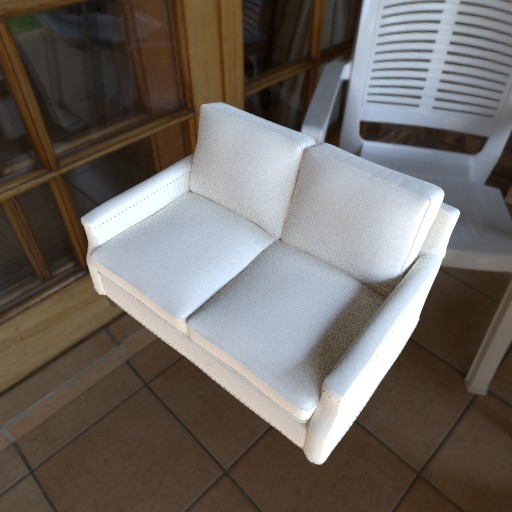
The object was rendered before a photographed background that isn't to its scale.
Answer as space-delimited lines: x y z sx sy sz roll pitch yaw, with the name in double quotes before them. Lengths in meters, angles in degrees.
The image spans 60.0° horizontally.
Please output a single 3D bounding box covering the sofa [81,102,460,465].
"sofa" 0.000 0.000 2.273 1.597 1.003 1.084 30 52 27
